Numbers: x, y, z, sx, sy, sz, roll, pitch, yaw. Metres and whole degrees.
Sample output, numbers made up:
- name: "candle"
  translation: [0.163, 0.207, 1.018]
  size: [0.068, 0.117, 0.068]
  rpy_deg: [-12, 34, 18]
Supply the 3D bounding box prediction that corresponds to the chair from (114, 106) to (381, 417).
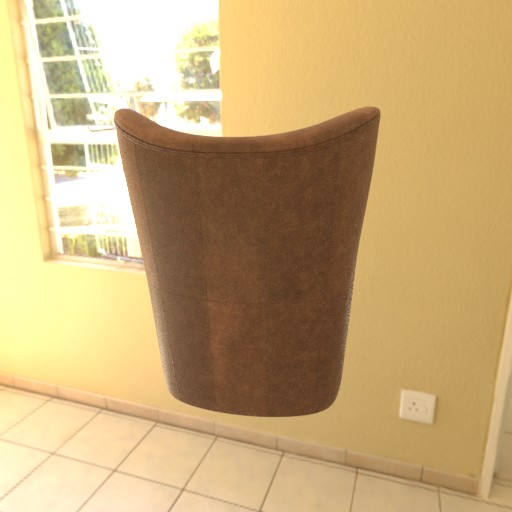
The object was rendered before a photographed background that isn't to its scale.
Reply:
- name: "chair"
  translation: [0.000, 0.000, 1.733]
  size: [0.831, 1.079, 0.930]
  rpy_deg: [3, 16, 9]
